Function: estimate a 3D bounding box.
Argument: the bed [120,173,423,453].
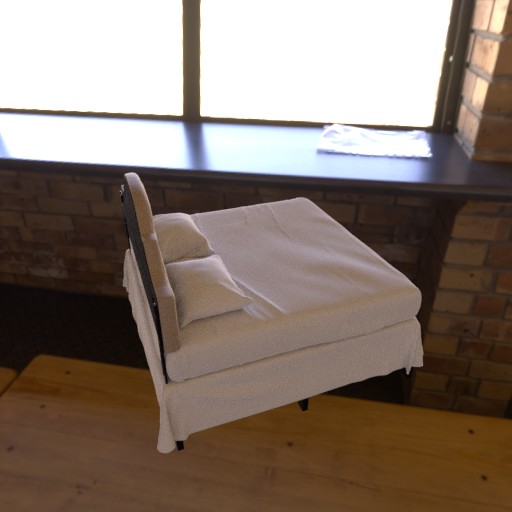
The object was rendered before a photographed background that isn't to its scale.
[{"bbox_3d":[0.000,0.000,3.821,2.222,1.631,2.303,-11,32,-18],"label":"bed"}]
